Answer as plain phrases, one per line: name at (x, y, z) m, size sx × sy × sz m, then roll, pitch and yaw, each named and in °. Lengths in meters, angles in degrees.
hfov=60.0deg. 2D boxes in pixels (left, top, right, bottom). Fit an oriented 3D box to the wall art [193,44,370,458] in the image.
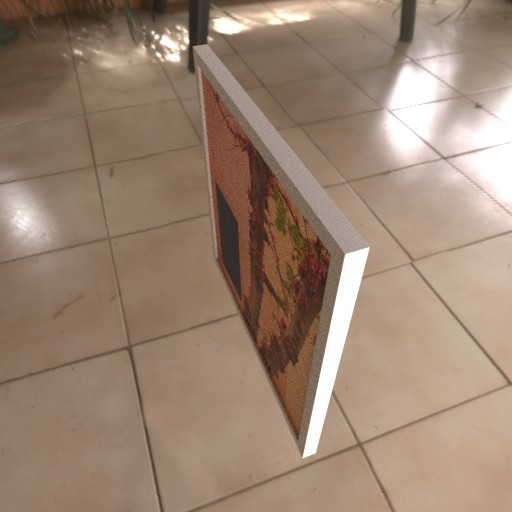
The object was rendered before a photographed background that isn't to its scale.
wall art at (0.000, 0.000, 1.124) m, size 0.038 × 0.762 × 0.762 m, roll -16°, pitch 48°, yaw -15°
